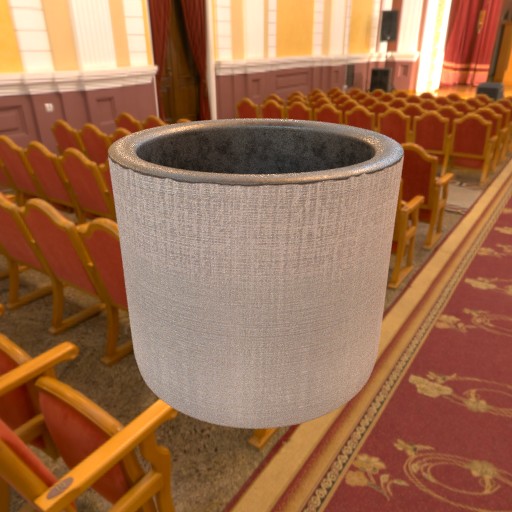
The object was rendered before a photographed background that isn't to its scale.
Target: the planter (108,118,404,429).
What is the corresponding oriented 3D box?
[{"bbox_3d":[0.000,0.000,0.216,0.125,0.112,0.125,0,26,0],"label":"planter"}]
